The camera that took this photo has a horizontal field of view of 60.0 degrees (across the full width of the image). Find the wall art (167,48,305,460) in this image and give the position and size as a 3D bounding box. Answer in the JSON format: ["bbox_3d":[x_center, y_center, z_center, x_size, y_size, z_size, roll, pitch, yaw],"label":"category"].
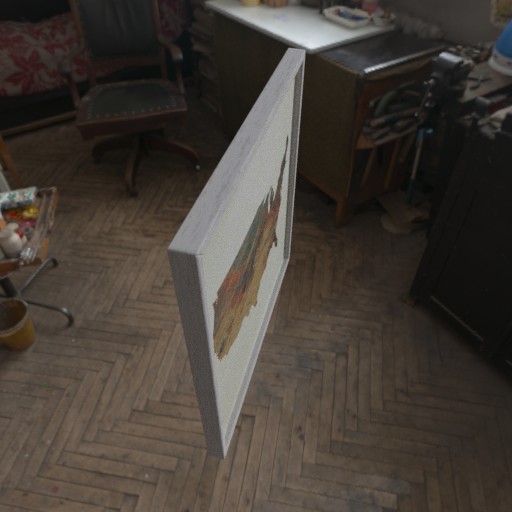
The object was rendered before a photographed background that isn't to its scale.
[{"bbox_3d":[0.000,0.000,1.933,0.078,1.288,1.287,11,47,11],"label":"wall art"}]
